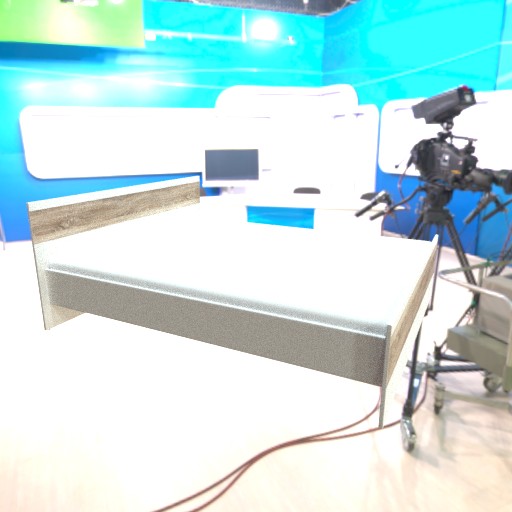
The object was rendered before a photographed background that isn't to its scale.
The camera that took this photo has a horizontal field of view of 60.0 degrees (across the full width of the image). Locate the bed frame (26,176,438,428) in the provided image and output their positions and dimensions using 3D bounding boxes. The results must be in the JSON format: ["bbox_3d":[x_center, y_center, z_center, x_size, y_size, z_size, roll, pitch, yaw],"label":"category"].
[{"bbox_3d":[0.000,0.000,2.918,2.060,0.800,1.720,8,18,26],"label":"bed frame"}]
